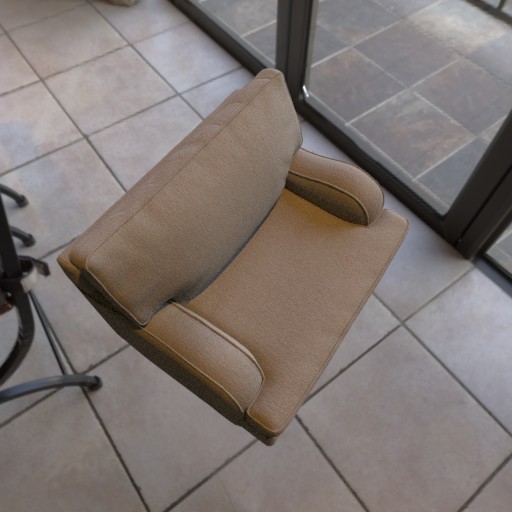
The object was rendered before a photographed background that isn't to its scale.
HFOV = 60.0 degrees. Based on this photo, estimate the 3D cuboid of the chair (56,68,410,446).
[{"bbox_3d":[0.000,0.000,2.023,1.041,1.016,1.220,31,64,17],"label":"chair"}]
